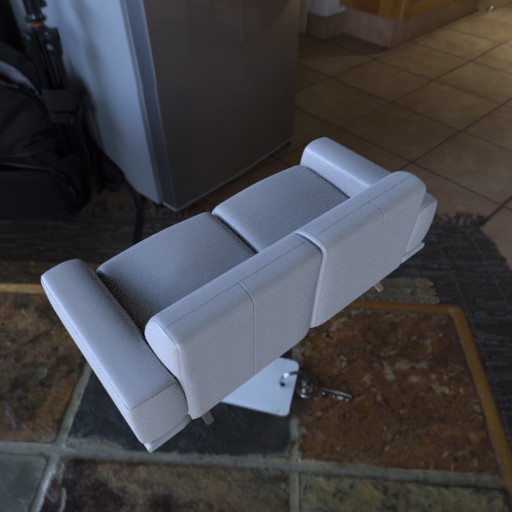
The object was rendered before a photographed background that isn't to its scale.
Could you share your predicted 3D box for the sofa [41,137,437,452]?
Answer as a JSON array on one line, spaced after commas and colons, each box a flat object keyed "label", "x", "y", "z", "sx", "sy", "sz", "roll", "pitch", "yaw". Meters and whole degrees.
[{"label": "sofa", "x": 0.000, "y": 0.000, "z": 2.326, "sx": 1.901, "sy": 0.772, "sz": 0.900, "roll": -31, "pitch": 53, "yaw": -27}]
